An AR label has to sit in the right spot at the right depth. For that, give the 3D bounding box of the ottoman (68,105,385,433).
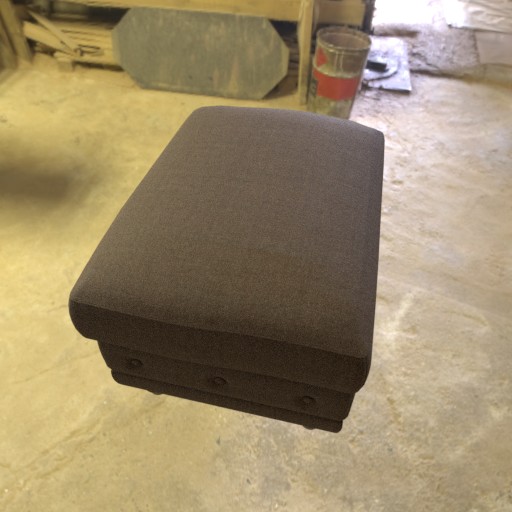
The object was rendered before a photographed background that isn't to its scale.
[{"bbox_3d":[0.000,0.000,1.207,0.599,0.555,0.809,10,47,9],"label":"ottoman"}]
